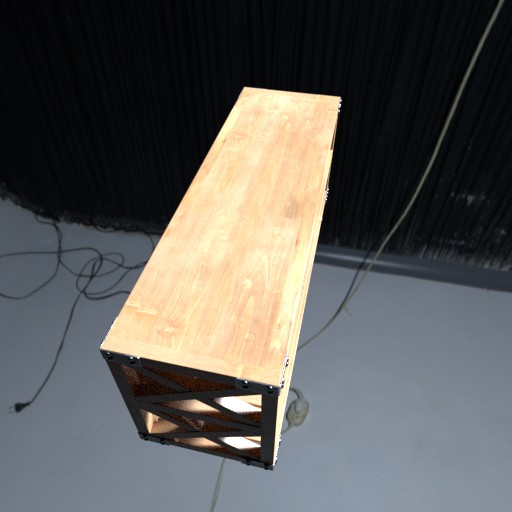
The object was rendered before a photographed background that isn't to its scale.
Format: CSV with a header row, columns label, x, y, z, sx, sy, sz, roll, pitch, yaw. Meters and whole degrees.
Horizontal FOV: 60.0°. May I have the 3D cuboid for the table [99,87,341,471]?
label,x,y,z,sx,sy,sz,roll,pitch,yaw
table,0.000,0.000,1.811,0.467,0.711,1.487,9,46,9
